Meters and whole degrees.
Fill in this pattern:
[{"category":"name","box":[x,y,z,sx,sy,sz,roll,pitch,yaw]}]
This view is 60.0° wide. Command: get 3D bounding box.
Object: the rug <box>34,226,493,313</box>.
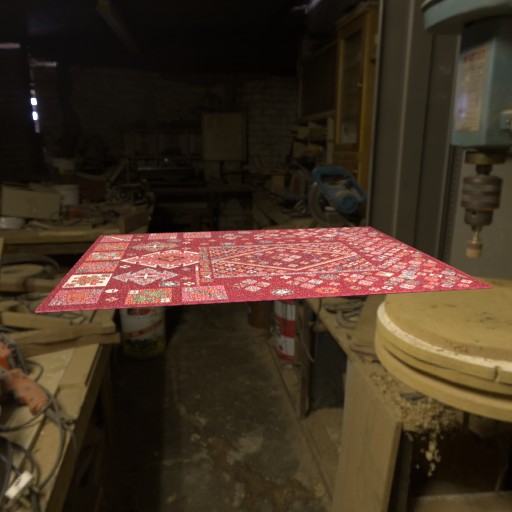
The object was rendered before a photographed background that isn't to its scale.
[{"category":"rug","box":[0.000,0.000,2.827,2.184,0.007,1.579,-2,15,-8]}]
